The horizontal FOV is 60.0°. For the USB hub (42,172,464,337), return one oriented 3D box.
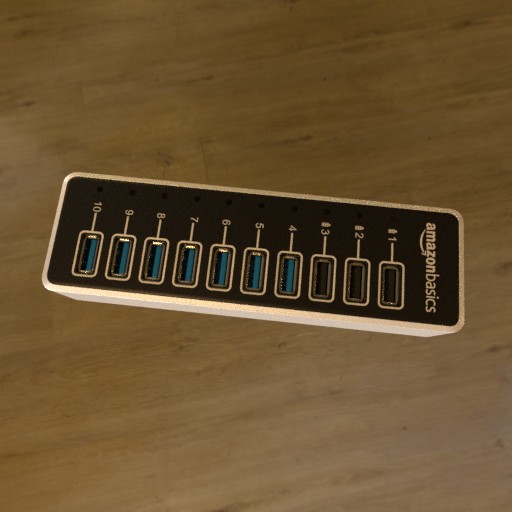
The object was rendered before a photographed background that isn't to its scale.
[{"bbox_3d":[0.000,0.000,0.165,0.145,0.023,0.044,6,76,1],"label":"USB hub"}]
